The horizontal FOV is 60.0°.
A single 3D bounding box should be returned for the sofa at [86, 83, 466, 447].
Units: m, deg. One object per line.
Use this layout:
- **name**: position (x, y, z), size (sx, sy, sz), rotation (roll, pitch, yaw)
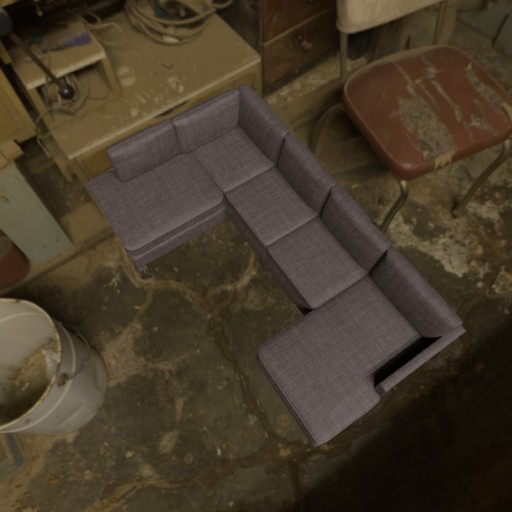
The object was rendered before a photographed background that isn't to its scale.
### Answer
- **sofa**: position (0.000, 0.000, 4.317), size (2.048, 0.999, 3.423), rotation (-31, 68, -14)
